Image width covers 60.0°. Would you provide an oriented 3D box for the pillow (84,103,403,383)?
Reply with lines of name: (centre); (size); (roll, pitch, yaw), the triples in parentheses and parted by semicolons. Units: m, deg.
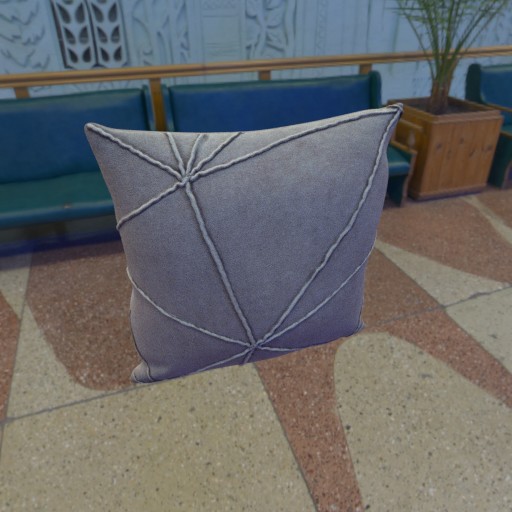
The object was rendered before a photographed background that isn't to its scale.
pillow: (0.000, 0.000, 0.682); (0.439, 0.440, 0.185); (-9, 34, -14)
